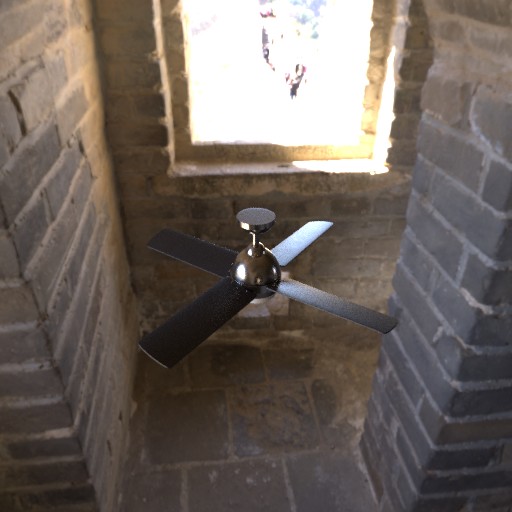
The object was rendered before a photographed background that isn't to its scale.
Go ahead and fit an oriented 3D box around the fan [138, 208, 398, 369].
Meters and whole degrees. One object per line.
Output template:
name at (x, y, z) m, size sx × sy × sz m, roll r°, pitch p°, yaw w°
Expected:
fan at (0.000, 0.000, 2.022) m, size 1.332 × 0.403 × 1.332 m, roll 20°, pitch 36°, yaw 29°
